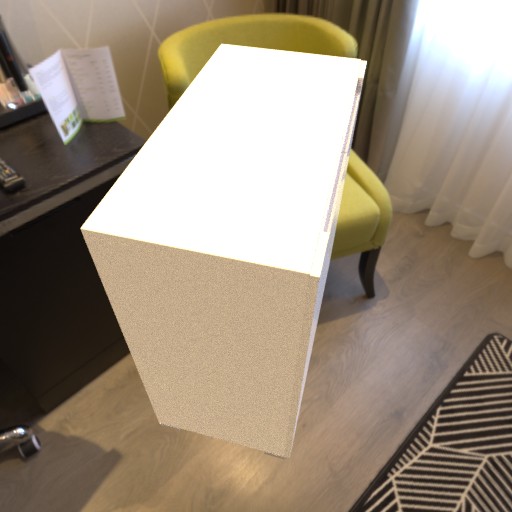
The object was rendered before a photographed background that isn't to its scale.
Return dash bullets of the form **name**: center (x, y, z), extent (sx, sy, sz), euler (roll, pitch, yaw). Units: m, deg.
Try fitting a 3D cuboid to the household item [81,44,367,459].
- **household item**: center (0.000, 0.000, 1.315), extent (0.420, 0.870, 0.800), euler (11, 49, 10)
